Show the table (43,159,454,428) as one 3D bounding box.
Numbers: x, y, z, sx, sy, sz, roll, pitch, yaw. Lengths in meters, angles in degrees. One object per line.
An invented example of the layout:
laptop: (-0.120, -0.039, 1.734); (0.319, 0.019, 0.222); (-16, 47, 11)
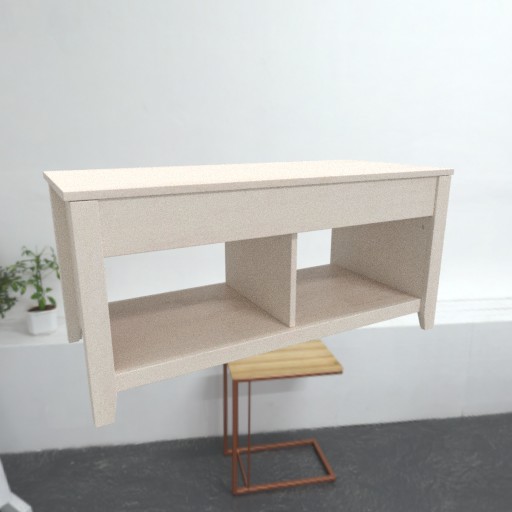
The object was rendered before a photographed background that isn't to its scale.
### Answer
table: (0.000, 0.000, 1.262); (1.016, 0.483, 0.457); (-8, 18, -28)
